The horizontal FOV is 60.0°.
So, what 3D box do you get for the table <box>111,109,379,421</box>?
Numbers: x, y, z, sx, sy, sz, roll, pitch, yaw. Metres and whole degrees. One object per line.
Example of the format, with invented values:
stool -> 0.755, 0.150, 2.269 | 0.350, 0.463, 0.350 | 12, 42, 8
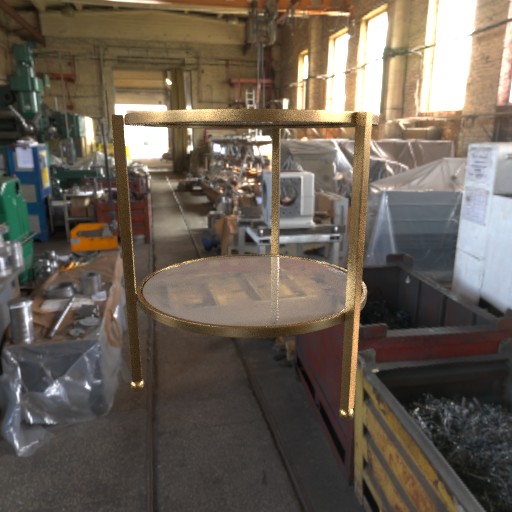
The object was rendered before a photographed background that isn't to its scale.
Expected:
table -> 0.000, 0.000, 0.448 | 0.243, 0.269, 0.231 | 14, 20, 42
